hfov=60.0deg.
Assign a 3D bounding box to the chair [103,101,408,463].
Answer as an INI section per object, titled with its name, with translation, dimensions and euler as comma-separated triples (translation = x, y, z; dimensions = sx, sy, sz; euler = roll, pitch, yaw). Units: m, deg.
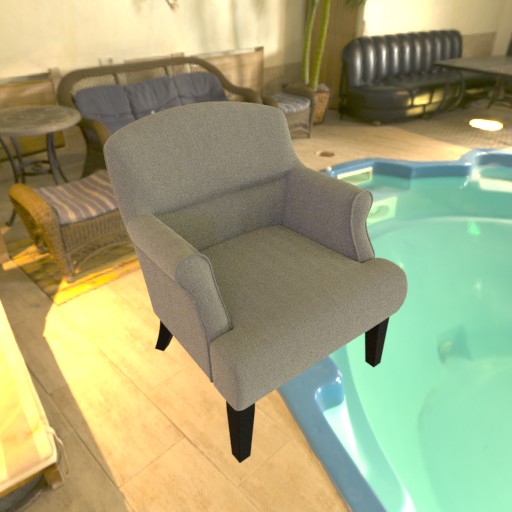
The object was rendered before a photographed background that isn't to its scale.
[chair]
translation = 0.000, 0.000, 1.499
dimensions = 0.772, 0.880, 0.755
euler = -22, 38, -32
